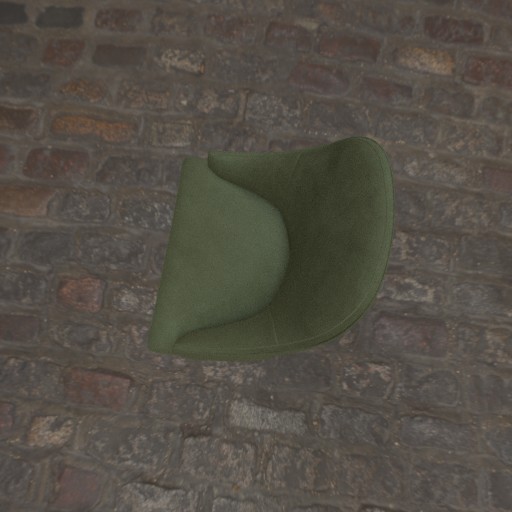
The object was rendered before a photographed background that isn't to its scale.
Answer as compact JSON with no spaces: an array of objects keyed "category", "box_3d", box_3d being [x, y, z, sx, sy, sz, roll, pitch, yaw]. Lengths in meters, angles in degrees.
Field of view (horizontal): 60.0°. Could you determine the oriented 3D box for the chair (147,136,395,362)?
[{"category":"chair","box_3d":[0.000,0.000,1.318,0.575,0.889,0.643,8,76,2]}]
